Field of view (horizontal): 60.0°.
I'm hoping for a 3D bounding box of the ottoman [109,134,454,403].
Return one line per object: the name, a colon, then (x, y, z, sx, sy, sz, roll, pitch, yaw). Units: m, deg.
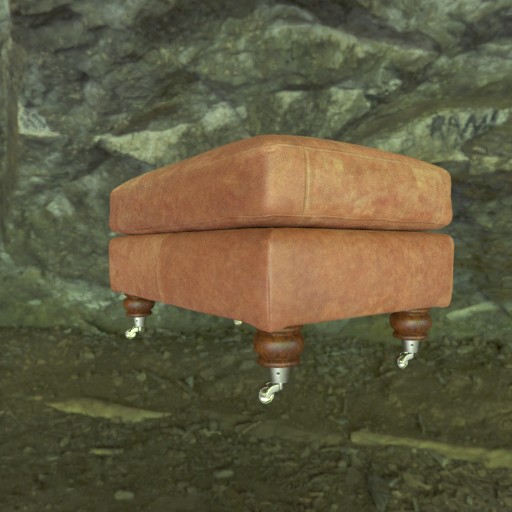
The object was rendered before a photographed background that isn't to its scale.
ottoman: (0.000, 0.000, 1.189, 0.565, 0.507, 0.852, -1, 1, -36)
